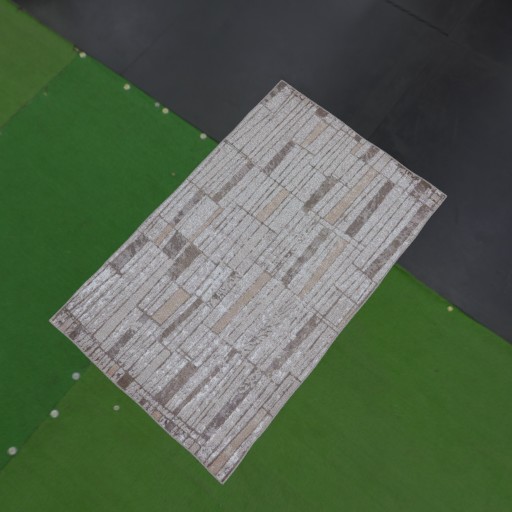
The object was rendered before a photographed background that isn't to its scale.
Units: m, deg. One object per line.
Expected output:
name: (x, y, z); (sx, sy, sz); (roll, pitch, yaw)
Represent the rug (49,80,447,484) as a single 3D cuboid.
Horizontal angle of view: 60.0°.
rug: (0.000, 0.000, 3.045); (1.531, 0.023, 2.444); (39, 77, 10)
